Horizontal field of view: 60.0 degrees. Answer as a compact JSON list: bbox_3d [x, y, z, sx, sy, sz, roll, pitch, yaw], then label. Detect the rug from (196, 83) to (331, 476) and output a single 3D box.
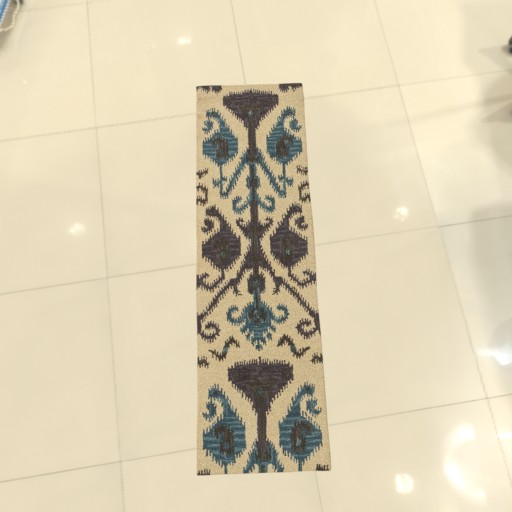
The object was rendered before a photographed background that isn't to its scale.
[{"bbox_3d":[0.000,0.000,2.562,0.692,0.017,2.301,-2,75,-1],"label":"rug"}]
